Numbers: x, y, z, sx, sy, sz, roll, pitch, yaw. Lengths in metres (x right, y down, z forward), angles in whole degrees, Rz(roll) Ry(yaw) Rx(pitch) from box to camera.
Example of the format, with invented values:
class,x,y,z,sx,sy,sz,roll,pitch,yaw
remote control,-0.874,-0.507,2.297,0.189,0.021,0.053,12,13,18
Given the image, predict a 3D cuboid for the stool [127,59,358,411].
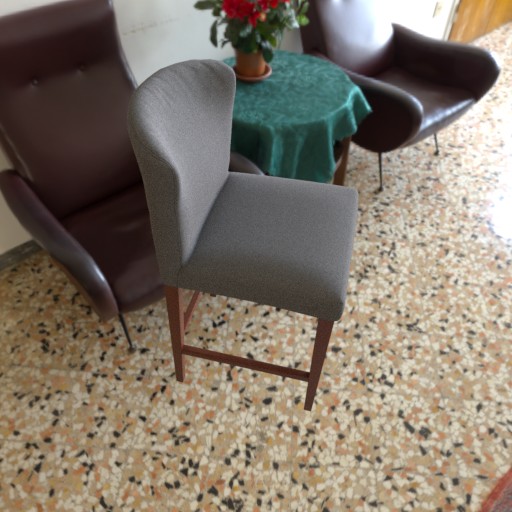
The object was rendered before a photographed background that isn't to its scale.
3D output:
class,x,y,z,sx,sy,sz,roll,pitch,yaw
stool,0.000,0.000,1.387,0.568,1.069,0.481,10,48,9
